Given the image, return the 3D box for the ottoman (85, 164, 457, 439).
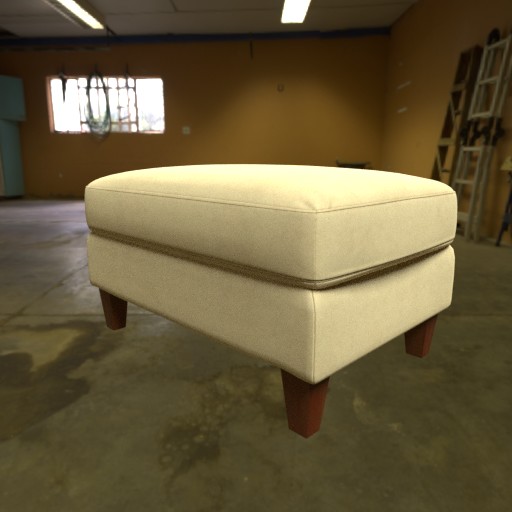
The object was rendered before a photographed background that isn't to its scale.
[{"bbox_3d":[0.000,0.000,1.199,0.584,0.483,0.864,-12,18,-44],"label":"ottoman"}]
